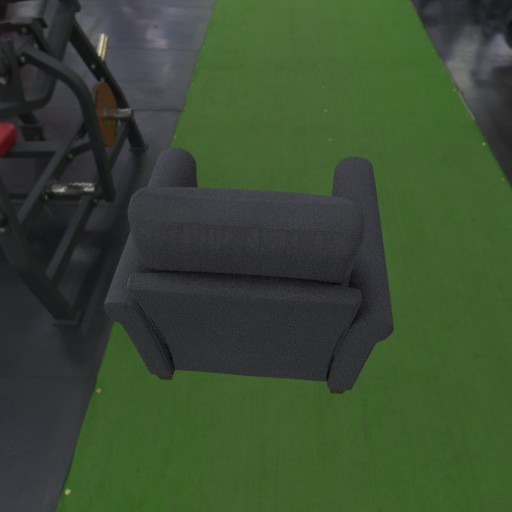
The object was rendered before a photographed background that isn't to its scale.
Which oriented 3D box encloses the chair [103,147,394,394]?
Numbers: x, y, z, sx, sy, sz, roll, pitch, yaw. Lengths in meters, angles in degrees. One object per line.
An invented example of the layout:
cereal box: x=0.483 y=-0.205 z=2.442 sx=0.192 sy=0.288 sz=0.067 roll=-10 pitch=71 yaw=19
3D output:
chair: x=0.000 y=0.000 z=1.602 sx=0.867 sy=0.942 sz=0.828 roll=4 pitch=47 yaw=3
